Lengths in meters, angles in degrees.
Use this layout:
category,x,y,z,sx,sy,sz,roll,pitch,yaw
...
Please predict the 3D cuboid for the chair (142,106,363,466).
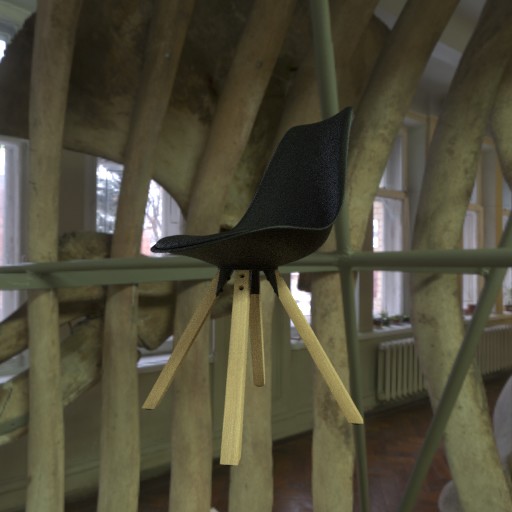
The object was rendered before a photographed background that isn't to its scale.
category,x,y,z,sx,sy,sz,roll,pitch,yaw
chair,0.000,0.000,1.201,0.549,0.850,0.485,0,-1,-36
